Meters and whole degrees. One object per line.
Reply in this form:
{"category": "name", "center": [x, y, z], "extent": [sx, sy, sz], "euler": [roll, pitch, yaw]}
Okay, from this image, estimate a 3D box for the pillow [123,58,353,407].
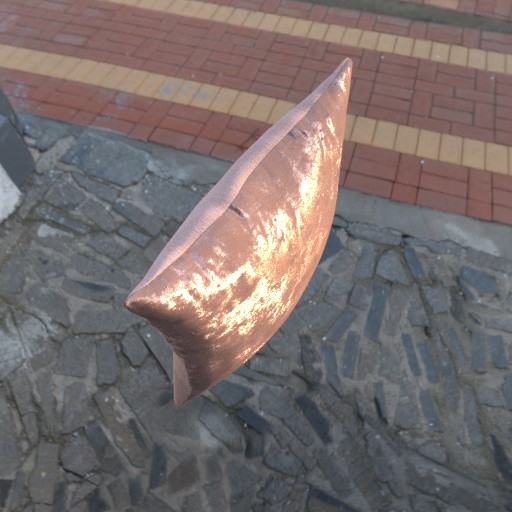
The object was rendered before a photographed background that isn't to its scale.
{"category": "pillow", "center": [0.000, 0.000, 0.720], "extent": [0.175, 0.464, 0.470], "euler": [31, 63, 18]}
